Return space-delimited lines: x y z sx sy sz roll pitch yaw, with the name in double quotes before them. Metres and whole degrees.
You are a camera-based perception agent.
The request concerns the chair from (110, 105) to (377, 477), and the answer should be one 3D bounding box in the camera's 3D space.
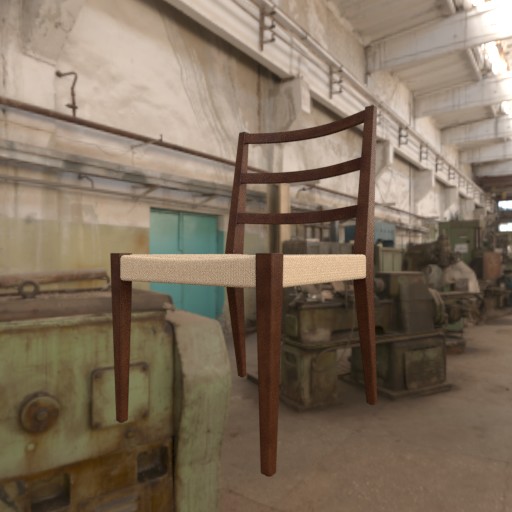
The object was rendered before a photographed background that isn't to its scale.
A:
"chair" 0.000 0.000 1.157 0.480 0.813 0.551 0 1 36
